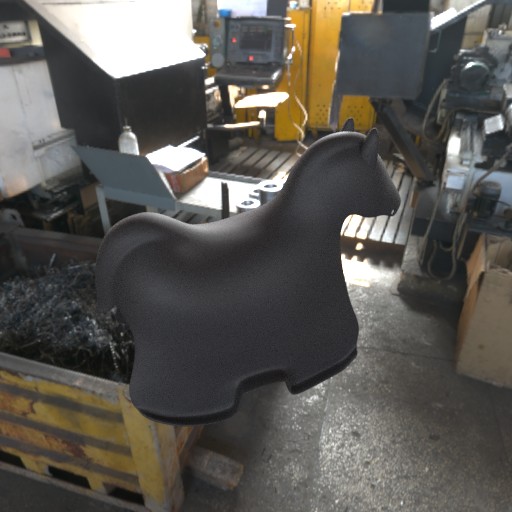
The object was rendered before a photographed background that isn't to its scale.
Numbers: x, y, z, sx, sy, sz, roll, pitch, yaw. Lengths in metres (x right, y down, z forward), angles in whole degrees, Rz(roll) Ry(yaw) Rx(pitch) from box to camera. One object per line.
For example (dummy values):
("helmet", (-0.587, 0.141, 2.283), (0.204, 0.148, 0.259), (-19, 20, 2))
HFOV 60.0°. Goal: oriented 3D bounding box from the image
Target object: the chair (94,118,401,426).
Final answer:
("chair", (0.000, 0.000, 1.113), (0.800, 0.612, 0.429), (-11, 33, -18))
